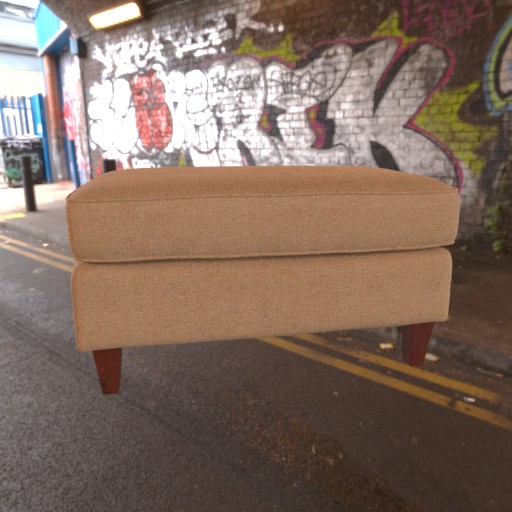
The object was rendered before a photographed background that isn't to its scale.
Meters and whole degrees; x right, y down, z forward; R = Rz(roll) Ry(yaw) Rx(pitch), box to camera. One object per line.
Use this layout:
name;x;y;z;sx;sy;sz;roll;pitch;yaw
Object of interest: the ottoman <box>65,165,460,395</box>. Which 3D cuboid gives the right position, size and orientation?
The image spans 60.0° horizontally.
ottoman;0.000;0.000;1.224;0.862;0.484;0.583;-3;15;-10
